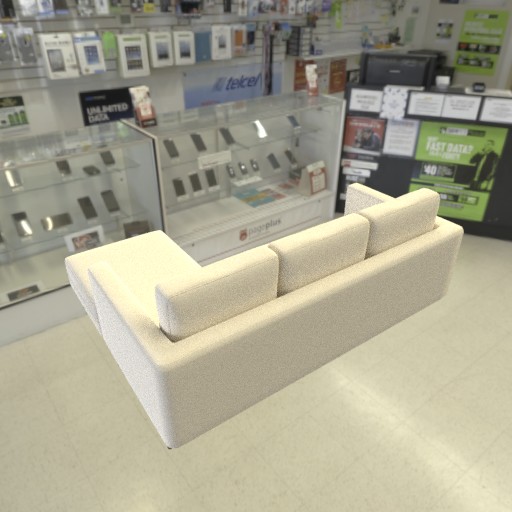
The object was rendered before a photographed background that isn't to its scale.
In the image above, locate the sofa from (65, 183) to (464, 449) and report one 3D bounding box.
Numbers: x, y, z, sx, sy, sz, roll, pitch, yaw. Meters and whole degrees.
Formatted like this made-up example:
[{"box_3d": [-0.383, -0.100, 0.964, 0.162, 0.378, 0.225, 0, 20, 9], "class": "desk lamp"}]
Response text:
[{"box_3d": [0.000, 0.000, 2.858, 2.029, 0.899, 1.580, -20, 37, -29], "class": "sofa"}]
